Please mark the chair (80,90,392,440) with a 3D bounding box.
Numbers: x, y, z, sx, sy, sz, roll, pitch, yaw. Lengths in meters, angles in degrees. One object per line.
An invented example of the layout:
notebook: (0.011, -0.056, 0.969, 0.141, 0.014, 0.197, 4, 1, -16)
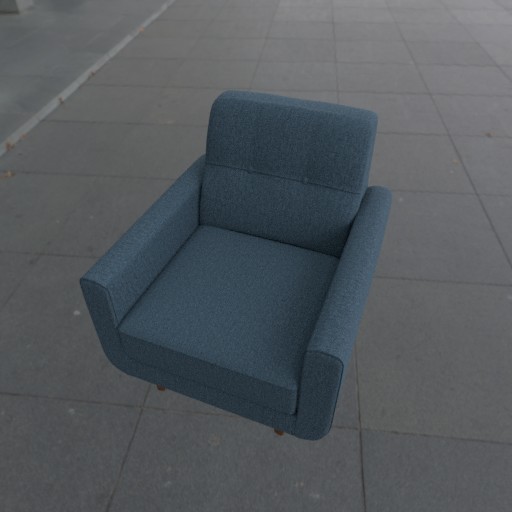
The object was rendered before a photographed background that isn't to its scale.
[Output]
chair: (0.000, 0.000, 1.721, 0.880, 0.940, 0.964, 15, 43, 16)
